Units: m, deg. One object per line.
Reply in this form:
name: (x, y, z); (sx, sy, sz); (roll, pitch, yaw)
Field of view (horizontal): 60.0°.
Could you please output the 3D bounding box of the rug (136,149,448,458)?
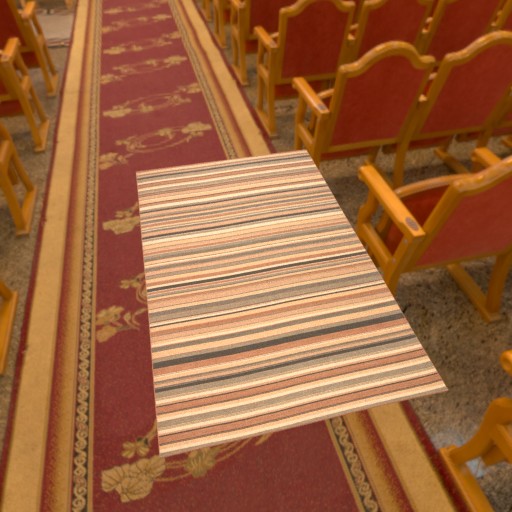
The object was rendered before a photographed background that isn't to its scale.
rug: (0.000, 0.000, 3.068); (1.523, 0.014, 2.438); (-10, 46, -9)
